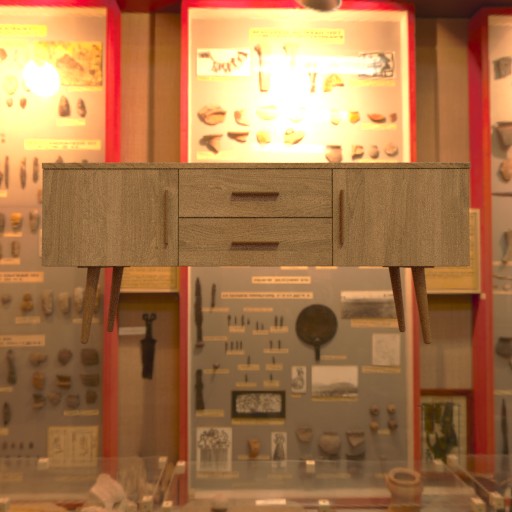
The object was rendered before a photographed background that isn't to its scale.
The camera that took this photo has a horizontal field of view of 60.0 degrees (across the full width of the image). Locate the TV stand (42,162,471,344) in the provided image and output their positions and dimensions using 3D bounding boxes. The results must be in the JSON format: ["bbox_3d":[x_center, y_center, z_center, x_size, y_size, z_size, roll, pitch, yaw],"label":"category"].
[{"bbox_3d":[0.000,0.000,1.534,1.313,0.565,0.401,0,-1,0],"label":"TV stand"}]
